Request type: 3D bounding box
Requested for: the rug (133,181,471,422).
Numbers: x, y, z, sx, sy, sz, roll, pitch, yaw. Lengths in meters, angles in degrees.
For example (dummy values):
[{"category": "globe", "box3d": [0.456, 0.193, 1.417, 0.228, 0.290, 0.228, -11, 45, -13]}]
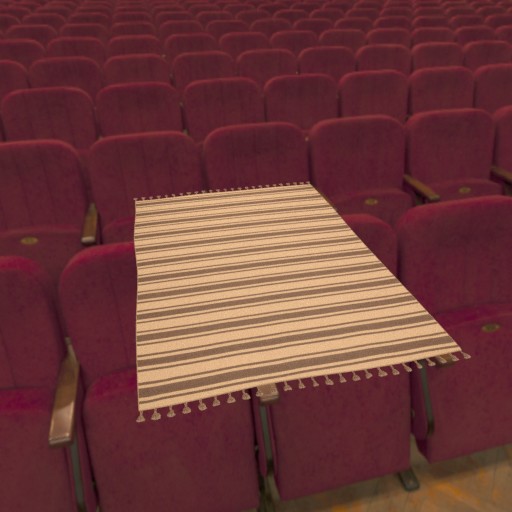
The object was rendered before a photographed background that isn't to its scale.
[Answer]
[{"category": "rug", "box3d": [0.000, 0.000, 3.802, 2.030, 0.017, 3.040, -7, 32, -12]}]
